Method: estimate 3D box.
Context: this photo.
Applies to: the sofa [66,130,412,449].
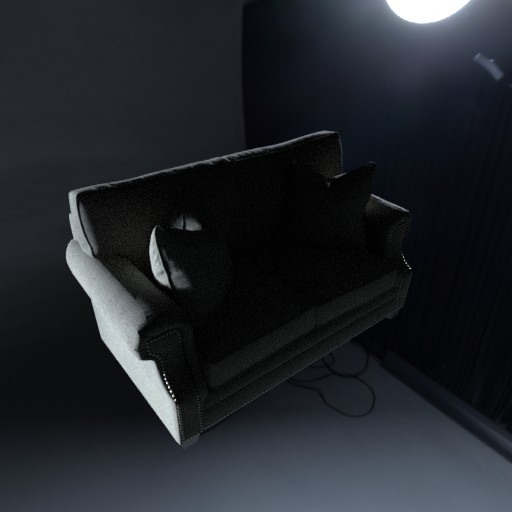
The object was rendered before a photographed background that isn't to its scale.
[{"bbox_3d":[0.000,0.000,2.342,1.701,0.966,0.966,-22,38,-32],"label":"sofa"}]
